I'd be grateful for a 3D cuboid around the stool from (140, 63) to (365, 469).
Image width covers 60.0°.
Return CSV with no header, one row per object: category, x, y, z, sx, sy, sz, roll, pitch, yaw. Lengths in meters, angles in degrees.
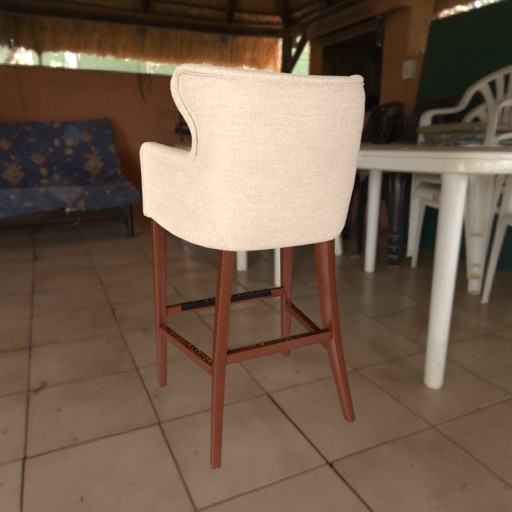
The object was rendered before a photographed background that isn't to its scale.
stool,0.000,0.000,1.360,0.556,1.034,0.563,-7,17,-25
